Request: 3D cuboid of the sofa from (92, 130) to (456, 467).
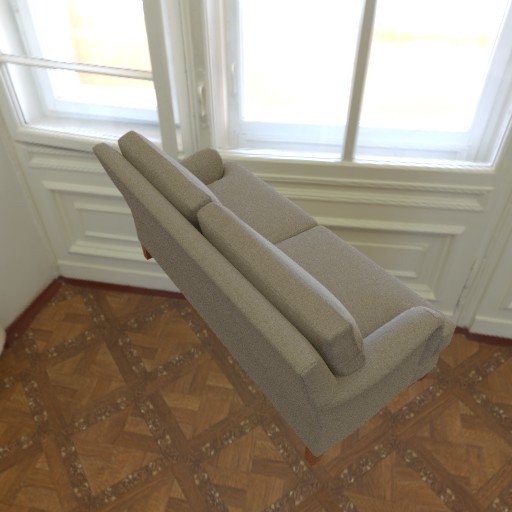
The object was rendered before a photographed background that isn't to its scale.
[{"bbox_3d":[0.000,0.000,2.698,1.087,1.054,2.160,-25,46,-26],"label":"sofa"}]
